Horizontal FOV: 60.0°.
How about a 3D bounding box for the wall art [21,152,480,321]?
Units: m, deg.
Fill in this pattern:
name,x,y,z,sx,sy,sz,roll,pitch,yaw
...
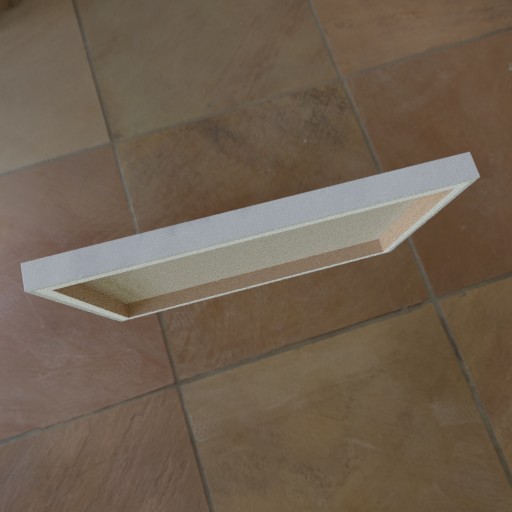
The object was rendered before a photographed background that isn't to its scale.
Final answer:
name,x,y,z,sx,sy,sz,roll,pitch,yaw
wall art,0.000,0.000,0.775,0.609,0.407,0.038,-14,77,-3
